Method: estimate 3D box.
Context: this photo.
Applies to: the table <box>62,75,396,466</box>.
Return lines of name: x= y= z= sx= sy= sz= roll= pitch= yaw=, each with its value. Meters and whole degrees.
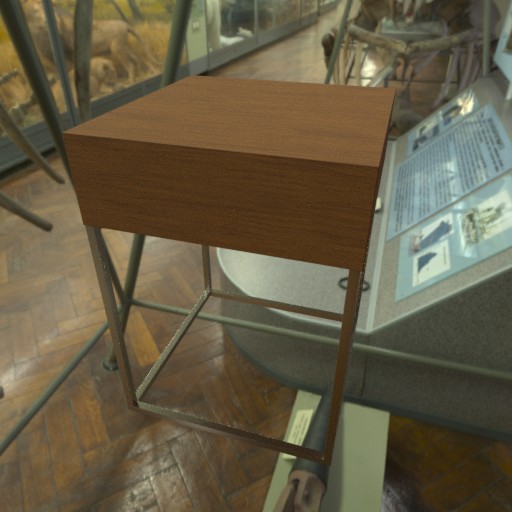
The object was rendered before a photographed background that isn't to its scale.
table: x=0.000 y=0.000 z=0.822 sx=0.397 sy=0.540 sz=0.398 roll=10 pitch=34 yaw=15
